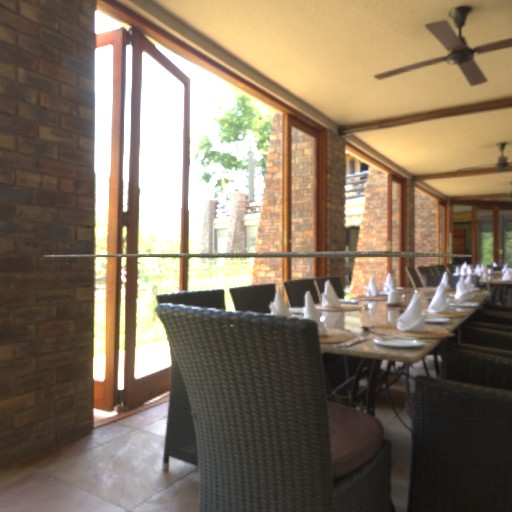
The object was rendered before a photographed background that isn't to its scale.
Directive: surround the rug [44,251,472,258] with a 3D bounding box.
[{"bbox_3d":[0.000,0.000,2.617,2.080,0.010,1.451,0,-1,36],"label":"rug"}]
